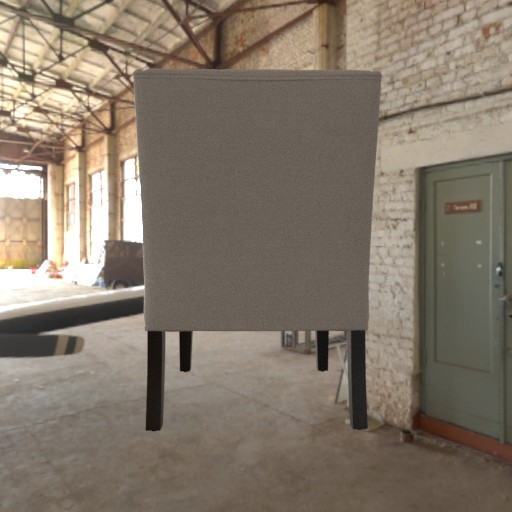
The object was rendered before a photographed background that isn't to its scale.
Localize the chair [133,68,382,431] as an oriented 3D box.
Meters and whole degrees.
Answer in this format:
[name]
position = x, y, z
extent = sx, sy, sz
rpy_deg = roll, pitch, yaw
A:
[chair]
position = 0.000, 0.000, 1.306
extent = 0.569, 0.853, 0.676
rpy_deg = 0, 1, -1
